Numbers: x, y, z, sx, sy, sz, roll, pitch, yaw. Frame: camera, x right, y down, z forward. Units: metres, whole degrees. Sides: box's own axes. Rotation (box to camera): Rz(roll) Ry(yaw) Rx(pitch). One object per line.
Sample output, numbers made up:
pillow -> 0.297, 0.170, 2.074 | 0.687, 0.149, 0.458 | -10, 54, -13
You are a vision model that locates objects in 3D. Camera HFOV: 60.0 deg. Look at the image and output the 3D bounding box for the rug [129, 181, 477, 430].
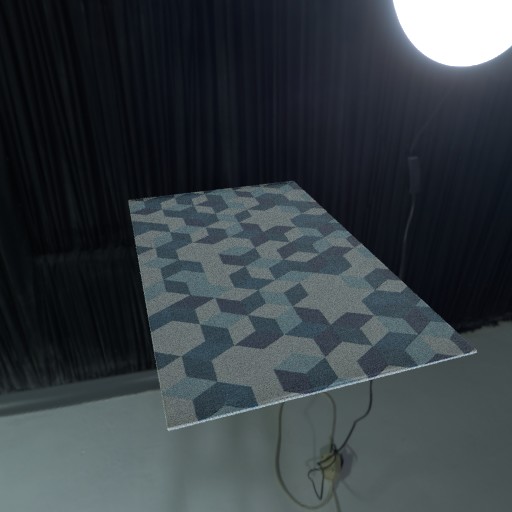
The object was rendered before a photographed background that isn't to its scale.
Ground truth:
rug -> 0.000, 0.000, 2.988 | 1.518, 0.015, 2.438 | -9, 32, -15
